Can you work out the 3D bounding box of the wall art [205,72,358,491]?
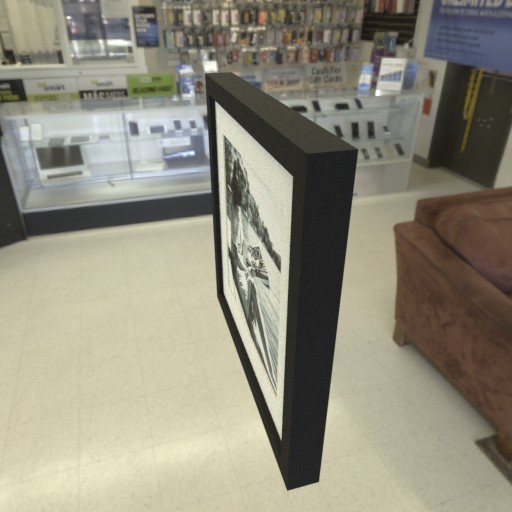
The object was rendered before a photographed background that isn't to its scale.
[{"bbox_3d":[0.000,0.000,0.448,0.030,0.305,0.308,-8,31,-14],"label":"wall art"}]
